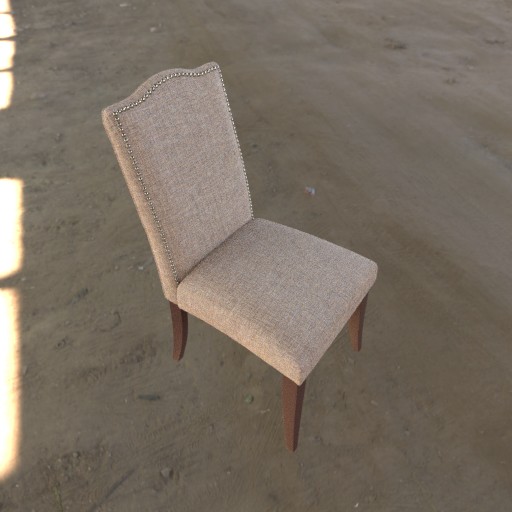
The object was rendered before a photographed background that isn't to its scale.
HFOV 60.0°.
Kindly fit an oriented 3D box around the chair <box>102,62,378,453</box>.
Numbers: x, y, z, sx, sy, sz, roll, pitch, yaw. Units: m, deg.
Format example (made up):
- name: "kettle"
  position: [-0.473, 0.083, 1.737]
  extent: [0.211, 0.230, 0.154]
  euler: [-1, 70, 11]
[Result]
- name: "chair"
  position: [0.000, 0.000, 1.403]
  extent: [0.660, 1.016, 0.513]
  euler: [25, 48, 25]
